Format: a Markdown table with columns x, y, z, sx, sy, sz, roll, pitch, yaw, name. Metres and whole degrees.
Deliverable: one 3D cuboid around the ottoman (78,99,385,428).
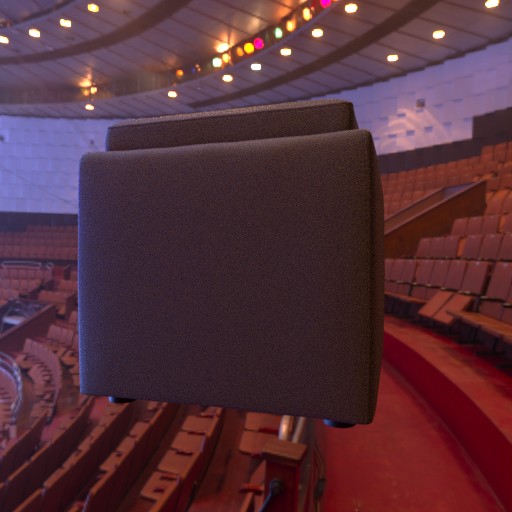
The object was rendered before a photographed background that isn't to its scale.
| x | y | z | sx | sy | sz | roll | pitch | yaw | name |
| --- | --- | --- | --- | --- | --- | --- | --- | --- | --- |
| 0.000 | 0.000 | 0.818 | 0.451 | 0.460 | 0.450 | 0 | 0 | 17 | ottoman |
